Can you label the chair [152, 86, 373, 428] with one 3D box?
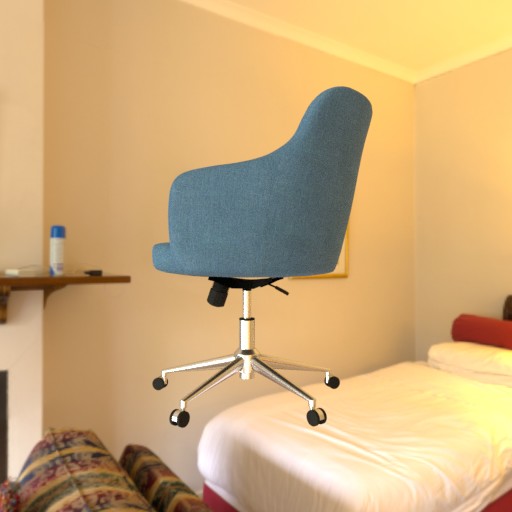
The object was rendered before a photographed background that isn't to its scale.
[{"bbox_3d":[0.000,0.000,1.287,0.655,0.820,0.599,0,-1,17],"label":"chair"}]
